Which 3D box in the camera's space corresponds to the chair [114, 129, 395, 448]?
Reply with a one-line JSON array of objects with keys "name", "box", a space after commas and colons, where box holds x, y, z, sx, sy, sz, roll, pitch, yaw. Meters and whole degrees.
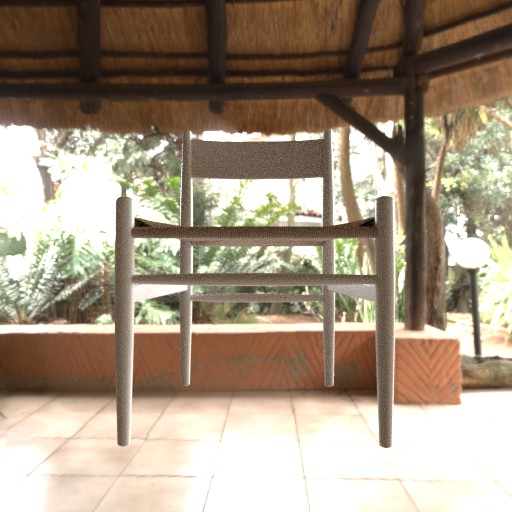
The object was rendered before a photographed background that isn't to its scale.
[{"name": "chair", "box": [0.000, 0.000, 1.111, 0.556, 0.762, 0.495, 0, -1, 1]}]
